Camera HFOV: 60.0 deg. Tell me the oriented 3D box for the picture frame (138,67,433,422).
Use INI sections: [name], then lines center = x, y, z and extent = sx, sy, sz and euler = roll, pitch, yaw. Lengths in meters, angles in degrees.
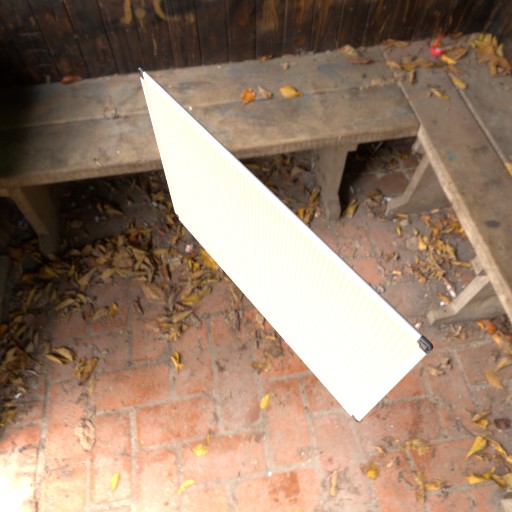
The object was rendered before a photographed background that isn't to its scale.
[picture frame]
center = 0.000, 0.000, 1.138
extent = 0.010, 0.600, 0.900
euler = -34, 65, -19
